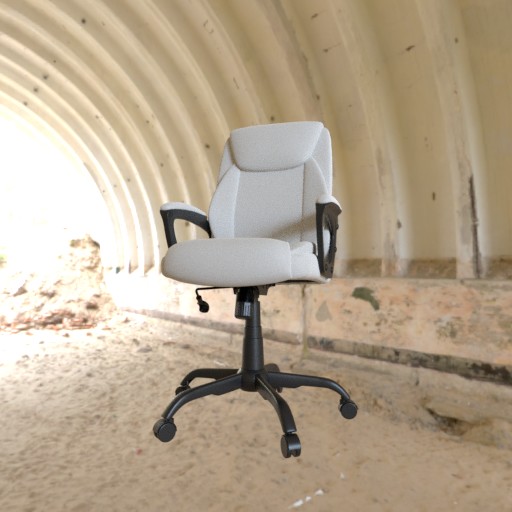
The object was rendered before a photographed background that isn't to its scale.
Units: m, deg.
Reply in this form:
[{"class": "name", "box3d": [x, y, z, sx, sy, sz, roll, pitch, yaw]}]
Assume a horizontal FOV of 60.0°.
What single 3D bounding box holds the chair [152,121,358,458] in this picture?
[{"class": "chair", "box3d": [0.000, 0.000, 1.500, 0.663, 1.065, 0.669, 0, -2, 17]}]
